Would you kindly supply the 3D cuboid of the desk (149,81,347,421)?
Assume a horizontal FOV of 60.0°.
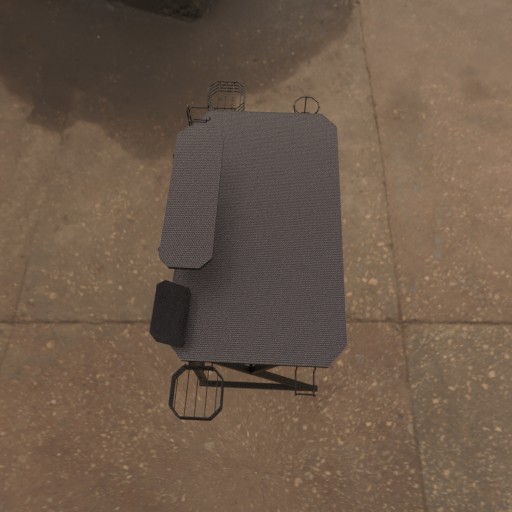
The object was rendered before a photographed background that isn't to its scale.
[{"bbox_3d":[0.000,0.000,1.760,0.580,0.880,1.290,2,64,1],"label":"desk"}]
